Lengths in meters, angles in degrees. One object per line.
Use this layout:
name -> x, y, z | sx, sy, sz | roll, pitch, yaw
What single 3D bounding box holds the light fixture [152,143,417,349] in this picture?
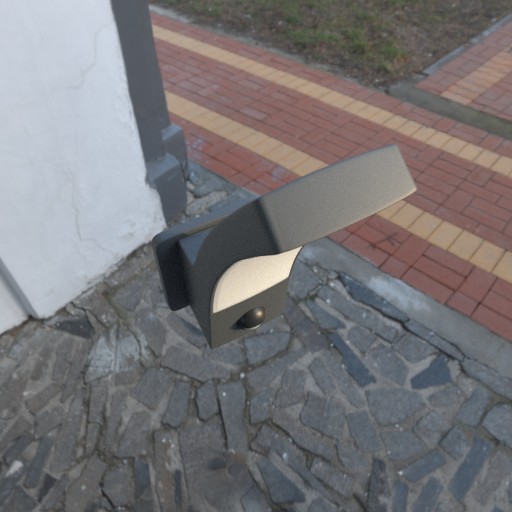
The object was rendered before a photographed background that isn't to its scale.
light fixture -> 0.000, 0.000, 0.326 | 0.108, 0.243, 0.174 | -24, 52, -21
